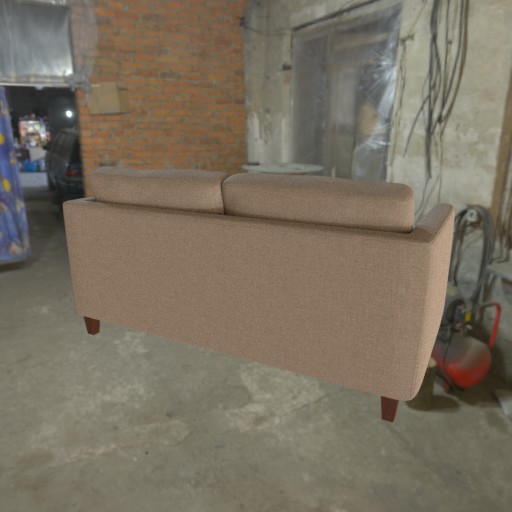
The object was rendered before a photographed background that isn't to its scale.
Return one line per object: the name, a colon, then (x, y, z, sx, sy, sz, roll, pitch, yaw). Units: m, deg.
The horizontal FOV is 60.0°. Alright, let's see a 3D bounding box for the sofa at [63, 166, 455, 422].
sofa: (0.000, 0.000, 2.404, 1.884, 0.947, 0.951, 8, 18, 27)
